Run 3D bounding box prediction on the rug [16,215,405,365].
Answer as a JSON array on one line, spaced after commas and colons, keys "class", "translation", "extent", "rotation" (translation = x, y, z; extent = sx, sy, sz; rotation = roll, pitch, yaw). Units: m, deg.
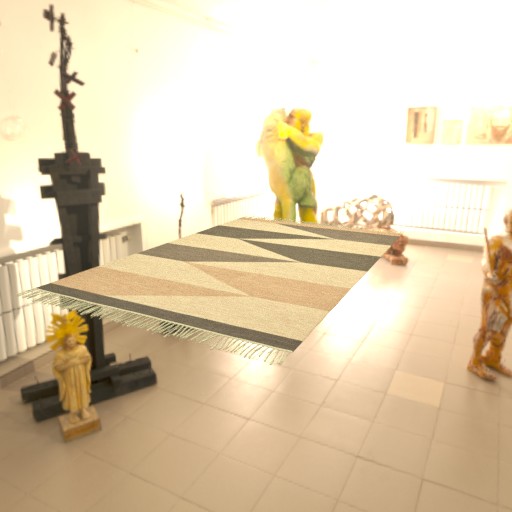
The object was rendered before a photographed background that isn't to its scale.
[{"class": "rug", "translation": [0.000, 0.000, 2.426], "extent": [1.224, 0.027, 2.021], "rotation": [8, 18, 27]}]
